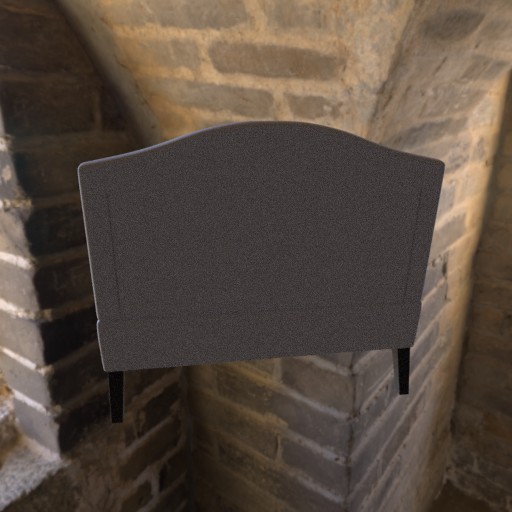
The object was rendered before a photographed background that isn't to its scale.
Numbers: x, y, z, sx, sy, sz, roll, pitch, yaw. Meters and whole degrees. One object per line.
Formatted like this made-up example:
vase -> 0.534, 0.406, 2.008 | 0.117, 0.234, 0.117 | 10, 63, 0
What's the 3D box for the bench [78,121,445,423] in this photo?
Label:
bench -> 0.000, 0.000, 2.047 | 1.335, 1.180, 0.815 | -3, 16, -9
